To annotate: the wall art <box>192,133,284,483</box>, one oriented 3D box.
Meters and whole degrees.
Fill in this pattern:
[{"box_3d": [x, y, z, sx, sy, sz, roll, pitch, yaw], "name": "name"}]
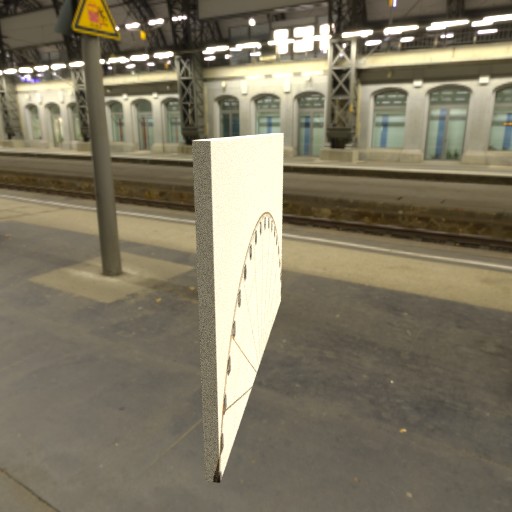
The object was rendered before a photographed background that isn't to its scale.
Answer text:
[{"box_3d": [0.000, 0.000, 1.461, 0.038, 0.767, 1.144, 3, 16, 10], "name": "wall art"}]
